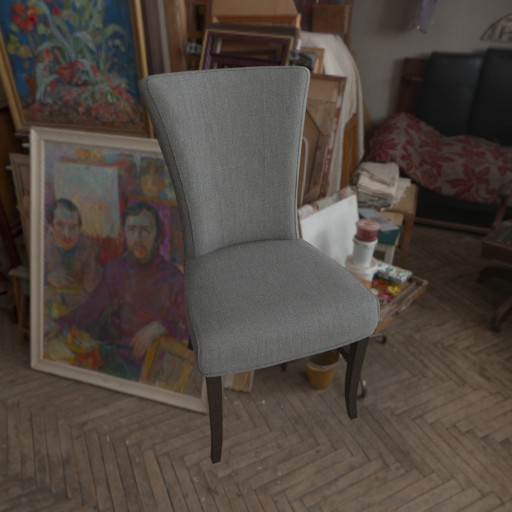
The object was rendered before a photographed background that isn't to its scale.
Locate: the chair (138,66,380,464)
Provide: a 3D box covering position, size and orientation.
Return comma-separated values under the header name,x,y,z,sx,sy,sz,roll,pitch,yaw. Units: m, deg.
name,x,y,z,sx,sy,sz,roll,pitch,yaw
chair,0.000,0.000,1.360,0.520,0.991,0.660,-11,34,-16
